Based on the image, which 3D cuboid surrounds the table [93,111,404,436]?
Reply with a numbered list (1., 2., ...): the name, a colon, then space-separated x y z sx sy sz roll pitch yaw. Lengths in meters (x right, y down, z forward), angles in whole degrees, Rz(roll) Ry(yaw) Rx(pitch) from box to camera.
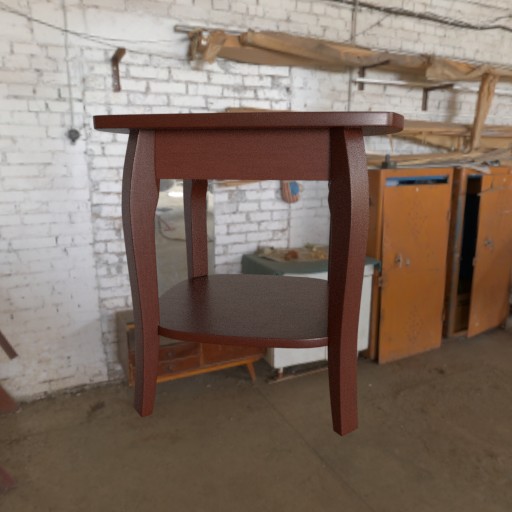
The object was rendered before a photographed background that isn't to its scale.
1. table: 0.000 0.000 0.858 0.502 0.496 0.433 2 13 9
